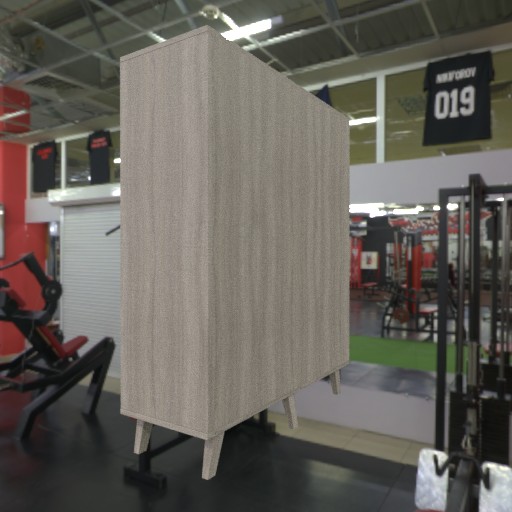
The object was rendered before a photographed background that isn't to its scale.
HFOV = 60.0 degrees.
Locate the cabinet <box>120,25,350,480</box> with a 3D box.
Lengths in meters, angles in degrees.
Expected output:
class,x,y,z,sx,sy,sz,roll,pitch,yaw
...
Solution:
class,x,y,z,sx,sy,sz,roll,pitch,yaw
cabinet,0.000,0.000,1.898,0.398,1.388,1.111,0,0,34
